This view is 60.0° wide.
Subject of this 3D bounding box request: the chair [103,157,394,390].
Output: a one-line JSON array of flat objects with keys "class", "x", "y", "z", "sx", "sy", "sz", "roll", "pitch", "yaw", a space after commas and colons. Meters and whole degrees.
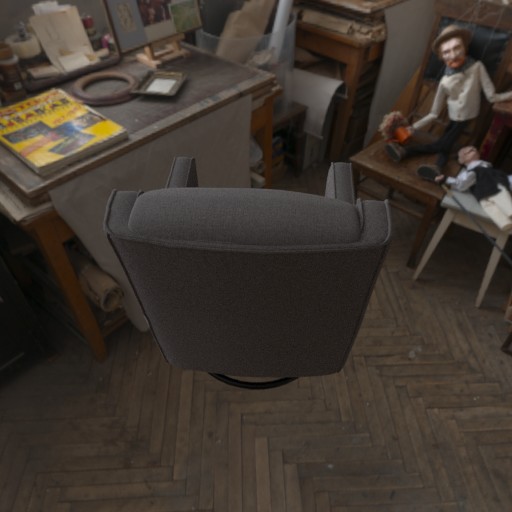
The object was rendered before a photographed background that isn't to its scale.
[{"class": "chair", "x": 0.000, "y": 0.000, "z": 1.602, "sx": 0.732, "sy": 0.993, "sz": 0.879, "roll": 3, "pitch": 45, "yaw": 3}]
